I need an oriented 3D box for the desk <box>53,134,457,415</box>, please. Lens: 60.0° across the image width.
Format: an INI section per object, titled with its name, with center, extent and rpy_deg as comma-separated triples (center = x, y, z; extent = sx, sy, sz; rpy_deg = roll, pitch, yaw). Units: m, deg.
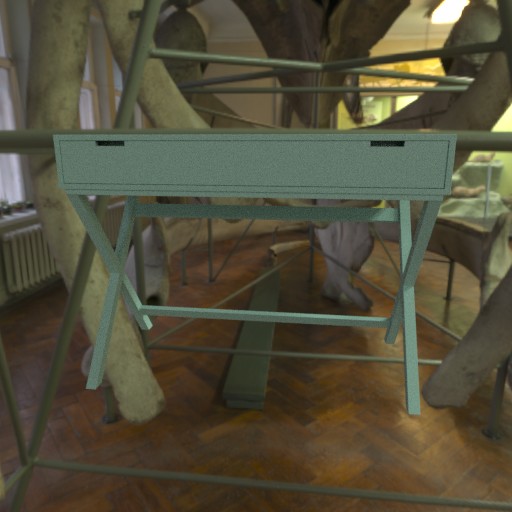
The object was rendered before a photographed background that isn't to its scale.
[desk]
center = 0.000, 0.000, 1.487
extent = 1.059, 0.780, 0.509
rpy_deg = 2, 15, 8
